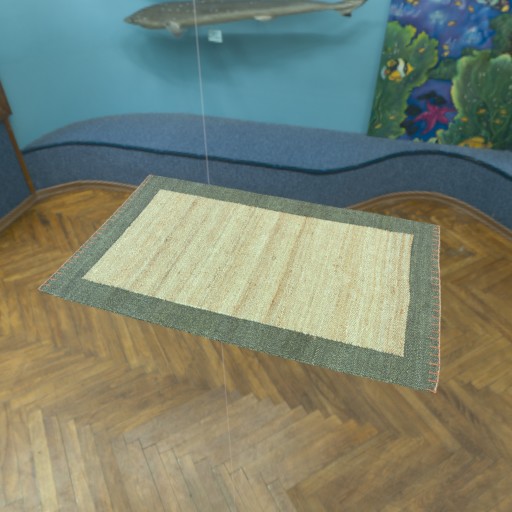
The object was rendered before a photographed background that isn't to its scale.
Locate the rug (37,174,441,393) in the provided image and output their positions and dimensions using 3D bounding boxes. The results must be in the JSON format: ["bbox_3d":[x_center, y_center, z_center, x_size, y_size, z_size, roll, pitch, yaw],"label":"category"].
[{"bbox_3d":[0.000,0.000,3.053,2.435,0.006,1.521,12,42,13],"label":"rug"}]
